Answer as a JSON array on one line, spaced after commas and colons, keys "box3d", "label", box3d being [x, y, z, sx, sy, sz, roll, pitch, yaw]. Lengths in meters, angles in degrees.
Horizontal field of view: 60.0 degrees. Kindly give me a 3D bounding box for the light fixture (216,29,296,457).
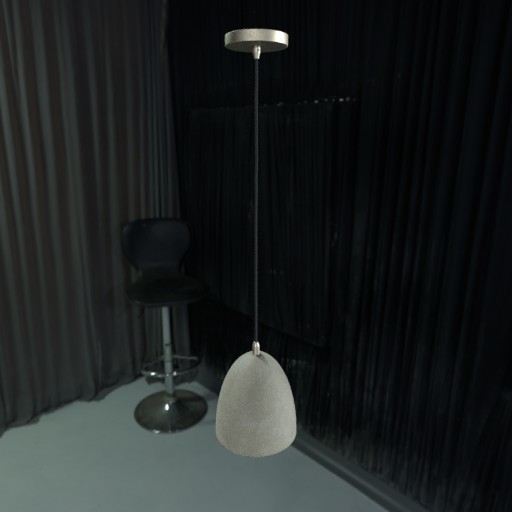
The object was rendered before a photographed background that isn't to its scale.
[{"box3d": [0.000, 0.000, 0.838, 0.170, 0.759, 0.170, 15, 21, 43], "label": "light fixture"}]
